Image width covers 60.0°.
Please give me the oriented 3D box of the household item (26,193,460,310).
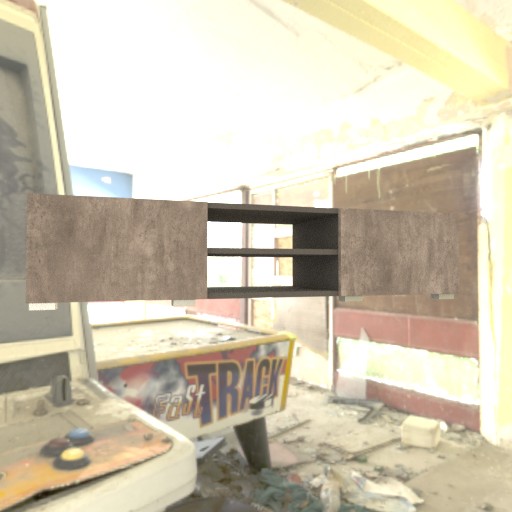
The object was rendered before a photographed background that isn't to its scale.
[{"bbox_3d":[0.000,0.000,1.572,1.400,0.310,0.420,0,-2,-18],"label":"household item"}]
